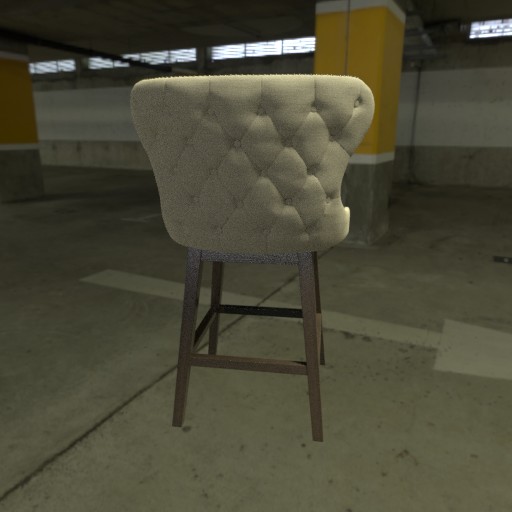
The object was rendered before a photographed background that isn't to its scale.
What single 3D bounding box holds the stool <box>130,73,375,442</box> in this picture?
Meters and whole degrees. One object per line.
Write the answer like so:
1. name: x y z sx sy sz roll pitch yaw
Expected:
1. stool: 0.000 0.000 1.345 0.615 0.972 0.597 2 16 8
